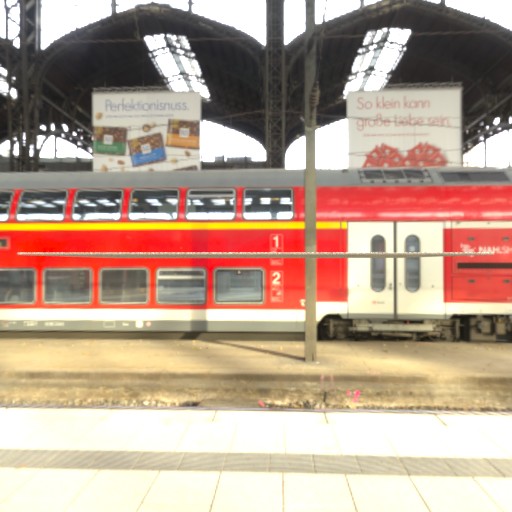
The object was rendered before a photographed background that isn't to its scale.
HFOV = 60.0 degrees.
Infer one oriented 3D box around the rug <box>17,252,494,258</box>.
[{"bbox_3d":[0.000,0.000,2.238,1.783,0.008,1.175,0,-1,1],"label":"rug"}]
